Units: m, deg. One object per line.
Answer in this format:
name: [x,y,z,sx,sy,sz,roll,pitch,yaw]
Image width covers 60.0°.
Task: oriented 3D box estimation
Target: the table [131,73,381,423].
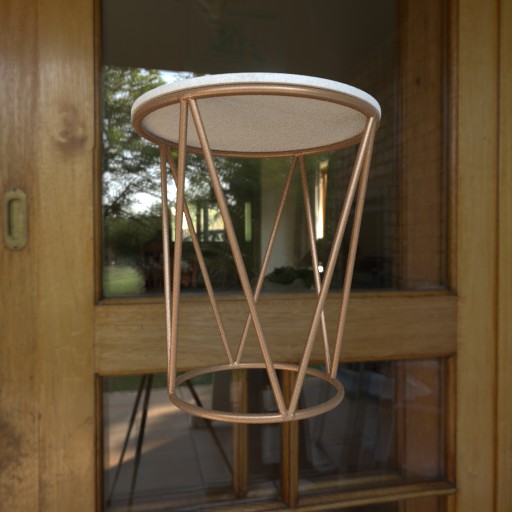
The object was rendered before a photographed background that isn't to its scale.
table: [0.000,0.000,0.926,0.500,0.564,0.500,0,1,0]
